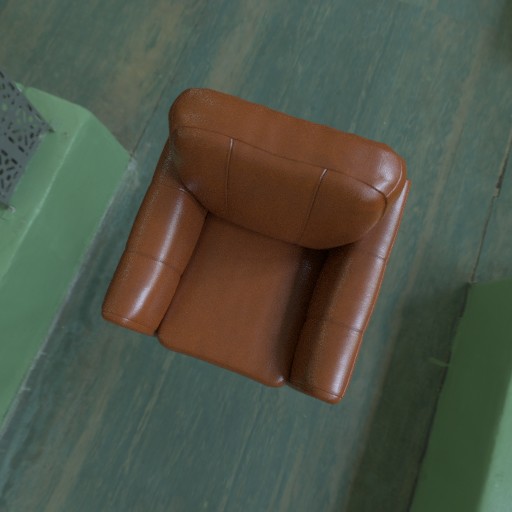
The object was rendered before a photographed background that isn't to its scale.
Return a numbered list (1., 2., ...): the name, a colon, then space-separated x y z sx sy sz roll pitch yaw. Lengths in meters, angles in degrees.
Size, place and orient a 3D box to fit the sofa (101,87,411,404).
1. sofa: 0.000 0.000 1.507 0.836 0.876 0.789 19 77 5
